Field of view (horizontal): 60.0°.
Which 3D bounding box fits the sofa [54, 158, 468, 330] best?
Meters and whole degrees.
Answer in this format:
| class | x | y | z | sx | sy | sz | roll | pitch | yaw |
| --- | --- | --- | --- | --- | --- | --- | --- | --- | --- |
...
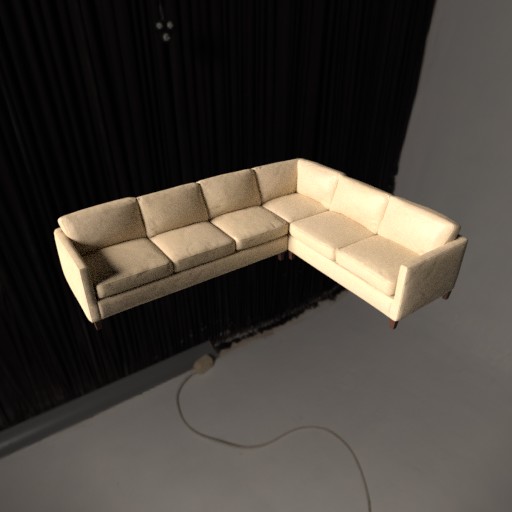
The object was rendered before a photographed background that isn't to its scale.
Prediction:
| class | x | y | z | sx | sy | sz | roll | pitch | yaw |
| --- | --- | --- | --- | --- | --- | --- | --- | --- | --- |
| sofa | 0.000 | 0.000 | 4.510 | 3.302 | 0.947 | 2.593 | -20 | 36 | -29 |
